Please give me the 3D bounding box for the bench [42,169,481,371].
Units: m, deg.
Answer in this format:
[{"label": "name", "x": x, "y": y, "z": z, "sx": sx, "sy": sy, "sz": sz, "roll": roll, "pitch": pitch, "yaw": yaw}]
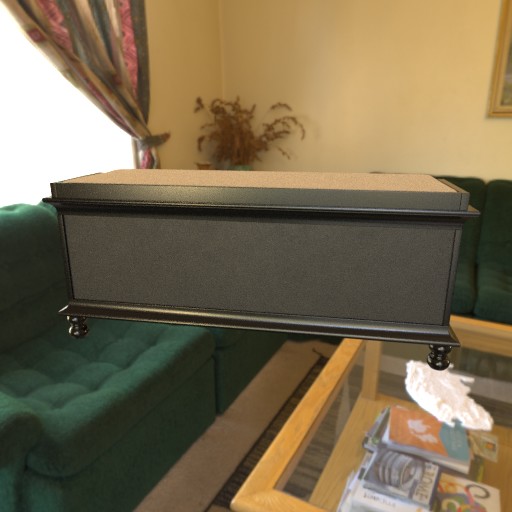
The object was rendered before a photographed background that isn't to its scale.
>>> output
[{"label": "bench", "x": 0.000, "y": 0.000, "z": 1.428, "sx": 1.185, "sy": 0.501, "sz": 0.402, "roll": 3, "pitch": 17, "yaw": 9}]
